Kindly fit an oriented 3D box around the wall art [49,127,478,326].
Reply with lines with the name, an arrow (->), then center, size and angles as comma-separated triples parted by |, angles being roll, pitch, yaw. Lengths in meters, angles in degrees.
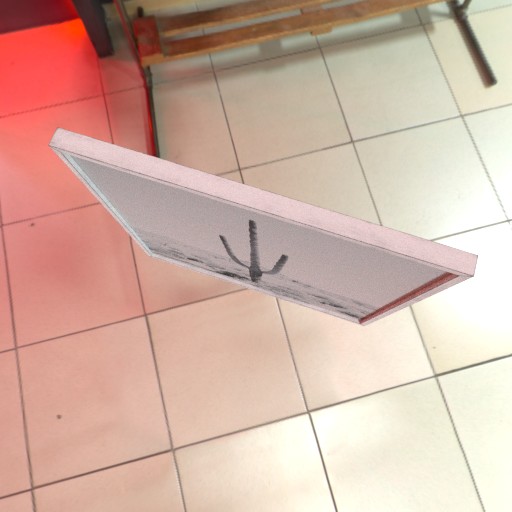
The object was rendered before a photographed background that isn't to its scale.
wall art -> 0.000, 0.000, 1.126 | 0.762, 0.762, 0.038 | 18, 76, 5
